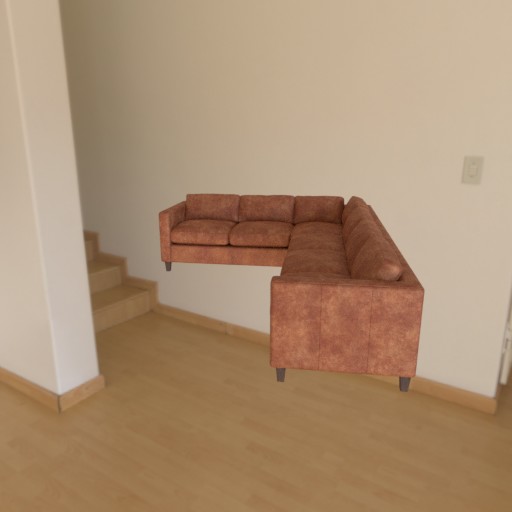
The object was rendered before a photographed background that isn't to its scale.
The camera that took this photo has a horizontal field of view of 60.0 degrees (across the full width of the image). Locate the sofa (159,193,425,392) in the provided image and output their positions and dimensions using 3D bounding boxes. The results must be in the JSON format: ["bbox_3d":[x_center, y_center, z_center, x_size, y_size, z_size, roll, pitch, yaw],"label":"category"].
[{"bbox_3d":[0.000,0.000,4.280,2.438,0.838,3.150,2,15,8],"label":"sofa"}]
